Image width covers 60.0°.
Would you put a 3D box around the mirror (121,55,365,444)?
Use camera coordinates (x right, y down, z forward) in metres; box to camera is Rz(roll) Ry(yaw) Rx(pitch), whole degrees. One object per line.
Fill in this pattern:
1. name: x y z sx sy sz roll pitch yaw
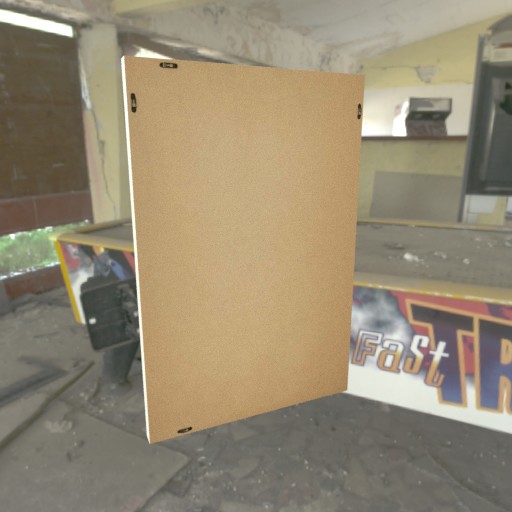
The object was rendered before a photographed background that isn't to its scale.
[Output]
1. mirror: 0.000 0.000 1.153 0.609 0.914 0.041 -6 15 -24
